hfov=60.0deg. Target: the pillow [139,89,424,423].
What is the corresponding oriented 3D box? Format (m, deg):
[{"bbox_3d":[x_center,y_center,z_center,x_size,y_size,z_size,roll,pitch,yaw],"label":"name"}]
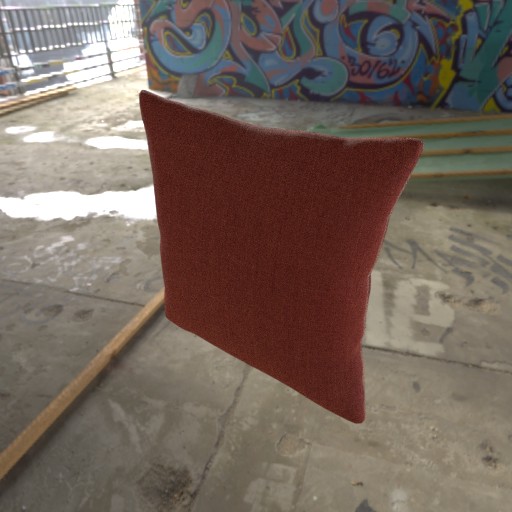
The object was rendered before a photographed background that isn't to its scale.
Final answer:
[{"bbox_3d":[0.000,0.000,0.666,0.429,0.434,0.159,20,36,30],"label":"pillow"}]
